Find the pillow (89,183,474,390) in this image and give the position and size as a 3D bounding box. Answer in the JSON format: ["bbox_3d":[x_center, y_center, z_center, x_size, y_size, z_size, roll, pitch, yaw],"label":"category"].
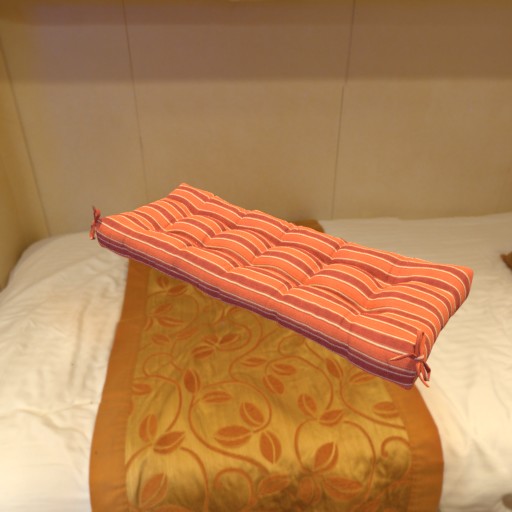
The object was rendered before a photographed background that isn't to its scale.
[{"bbox_3d":[0.000,0.000,1.353,1.194,0.174,0.511,20,36,32],"label":"pillow"}]
